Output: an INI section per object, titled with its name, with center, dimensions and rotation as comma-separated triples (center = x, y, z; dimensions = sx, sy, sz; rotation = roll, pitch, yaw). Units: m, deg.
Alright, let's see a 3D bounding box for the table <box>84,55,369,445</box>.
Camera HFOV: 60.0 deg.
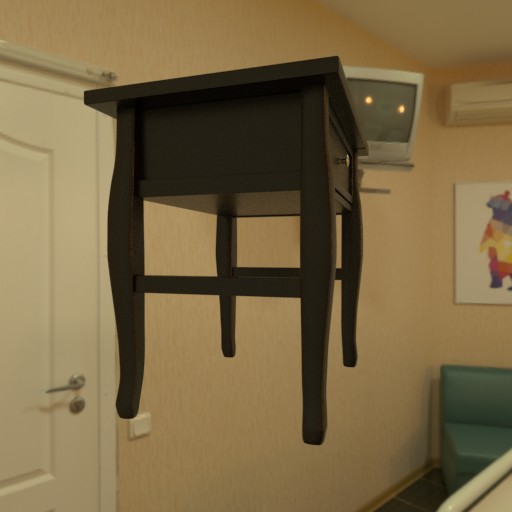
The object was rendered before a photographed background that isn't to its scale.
[table]
center = 0.000, 0.000, 1.018
dimensions = 0.460, 0.604, 0.602
rotation = 0, 0, 18
